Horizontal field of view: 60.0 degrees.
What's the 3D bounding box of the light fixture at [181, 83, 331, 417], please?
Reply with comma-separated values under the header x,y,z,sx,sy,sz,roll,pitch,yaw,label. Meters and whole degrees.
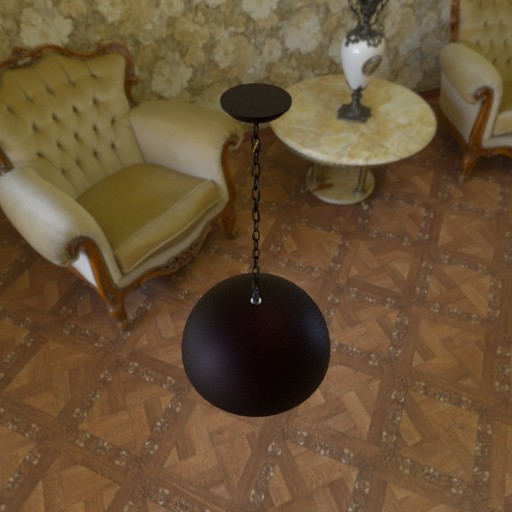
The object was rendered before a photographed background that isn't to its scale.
x,y,z,sx,sy,sz,roll,pitch,yaw,label
0.000,0.000,1.166,0.492,0.869,0.492,16,48,15,light fixture
